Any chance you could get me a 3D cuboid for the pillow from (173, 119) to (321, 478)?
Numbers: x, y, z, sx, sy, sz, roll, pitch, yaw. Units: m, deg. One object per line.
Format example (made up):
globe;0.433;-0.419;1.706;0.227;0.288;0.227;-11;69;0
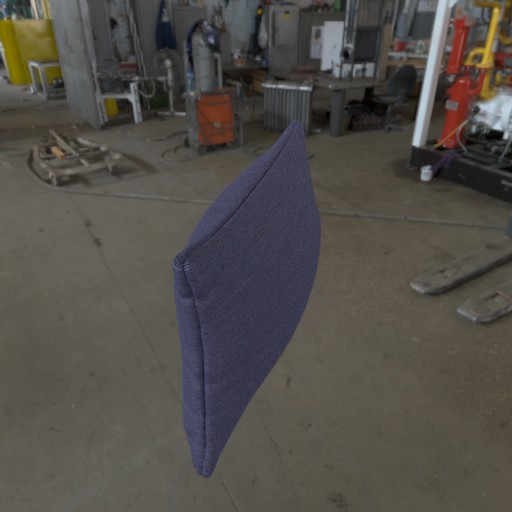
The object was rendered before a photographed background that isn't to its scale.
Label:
pillow;0.000;0.000;0.777;0.210;0.338;0.633;8;31;13
